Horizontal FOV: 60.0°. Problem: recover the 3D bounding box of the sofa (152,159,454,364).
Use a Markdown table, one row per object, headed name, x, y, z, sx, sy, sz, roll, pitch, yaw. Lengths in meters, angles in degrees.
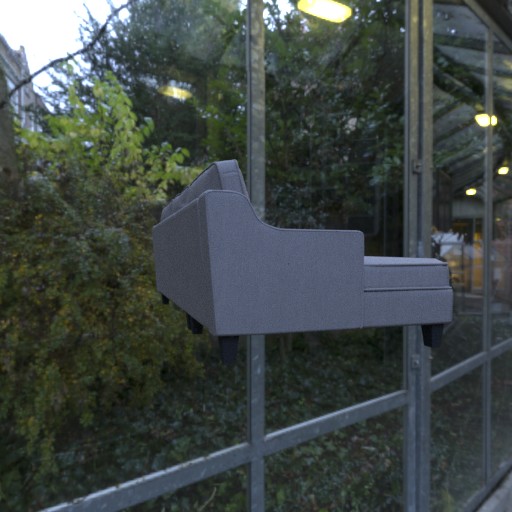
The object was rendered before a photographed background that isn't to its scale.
| name | x | y | z | sx | sy | sz | roll | pitch | yaw |
| --- | --- | --- | --- | --- | --- | --- | --- | --- | --- |
| sofa | 0.000 | 0.000 | 3.255 | 1.294 | 0.928 | 2.561 | 0 | 0 | -18 |
